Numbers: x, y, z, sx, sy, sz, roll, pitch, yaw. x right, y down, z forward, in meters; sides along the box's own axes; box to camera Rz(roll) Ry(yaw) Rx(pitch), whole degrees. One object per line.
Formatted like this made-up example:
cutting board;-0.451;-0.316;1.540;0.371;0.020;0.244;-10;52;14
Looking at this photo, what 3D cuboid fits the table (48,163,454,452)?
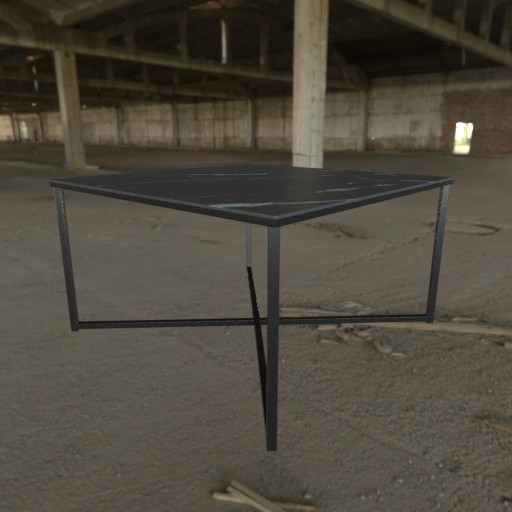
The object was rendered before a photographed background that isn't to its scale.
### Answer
table;0.000;0.000;1.295;0.800;0.450;0.800;14;21;40
